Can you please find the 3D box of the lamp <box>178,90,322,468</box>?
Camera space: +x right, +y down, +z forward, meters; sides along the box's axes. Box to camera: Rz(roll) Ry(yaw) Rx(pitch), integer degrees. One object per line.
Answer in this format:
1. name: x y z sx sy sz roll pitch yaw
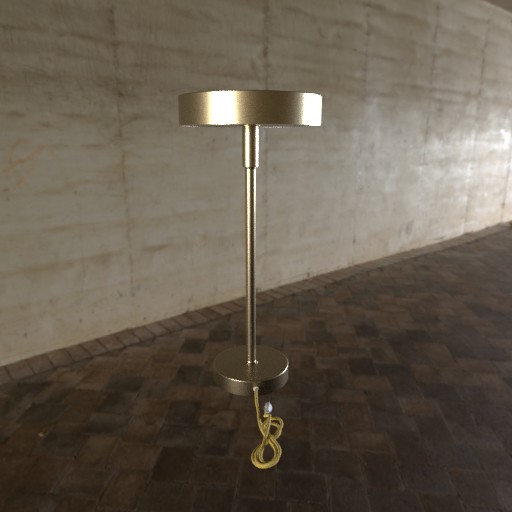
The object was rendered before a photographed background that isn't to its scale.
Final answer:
1. lamp: 0.000 0.000 0.708 0.229 0.508 0.369 -2 15 -7
